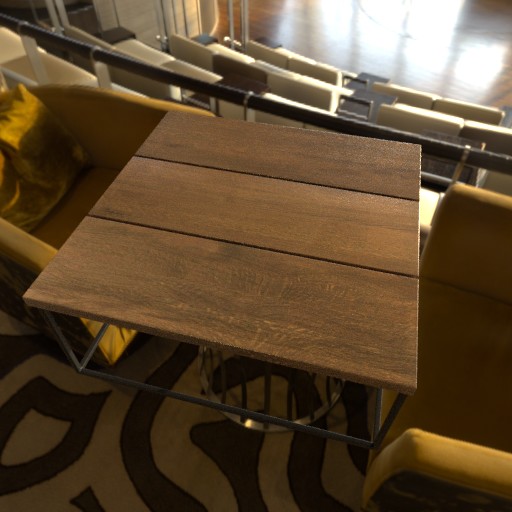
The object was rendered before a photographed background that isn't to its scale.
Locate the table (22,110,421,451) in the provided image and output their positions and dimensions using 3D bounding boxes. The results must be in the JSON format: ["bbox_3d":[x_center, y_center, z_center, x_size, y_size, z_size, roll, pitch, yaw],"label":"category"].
[{"bbox_3d":[0.000,0.000,1.405,0.900,0.400,0.900,11,48,10],"label":"table"}]
